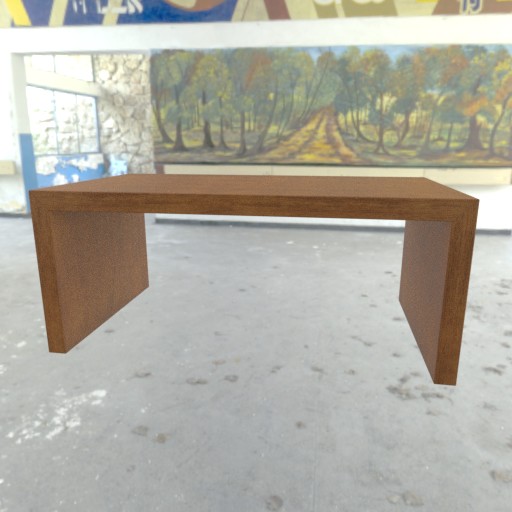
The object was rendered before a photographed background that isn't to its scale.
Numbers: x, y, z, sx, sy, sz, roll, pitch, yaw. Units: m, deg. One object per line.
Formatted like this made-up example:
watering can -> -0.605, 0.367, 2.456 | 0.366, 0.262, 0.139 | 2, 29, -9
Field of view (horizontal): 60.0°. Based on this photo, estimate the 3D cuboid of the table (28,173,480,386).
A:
table -> 0.000, 0.000, 1.281 | 1.000, 0.419, 0.549 | 2, 15, 9
